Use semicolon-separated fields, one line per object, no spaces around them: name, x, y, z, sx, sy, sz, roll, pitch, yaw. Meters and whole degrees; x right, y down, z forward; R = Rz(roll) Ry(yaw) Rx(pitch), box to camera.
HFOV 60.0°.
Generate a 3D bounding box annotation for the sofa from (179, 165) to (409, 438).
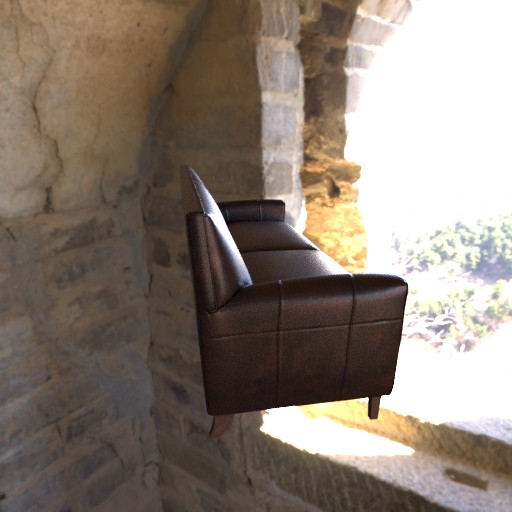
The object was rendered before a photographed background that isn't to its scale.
sofa;0.000;0.000;2.463;0.786;0.871;1.995;-3;16;-10
